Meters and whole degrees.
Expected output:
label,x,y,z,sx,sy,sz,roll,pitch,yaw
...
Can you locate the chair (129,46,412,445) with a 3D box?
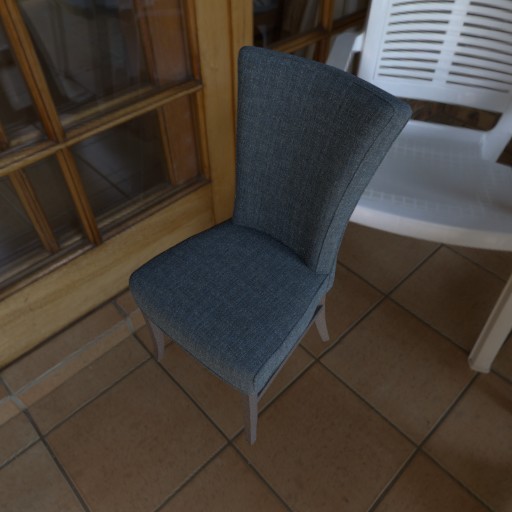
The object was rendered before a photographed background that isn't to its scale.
label,x,y,z,sx,sy,sz,roll,pitch,yaw
chair,0.000,0.000,1.358,0.520,0.991,0.660,32,55,26
